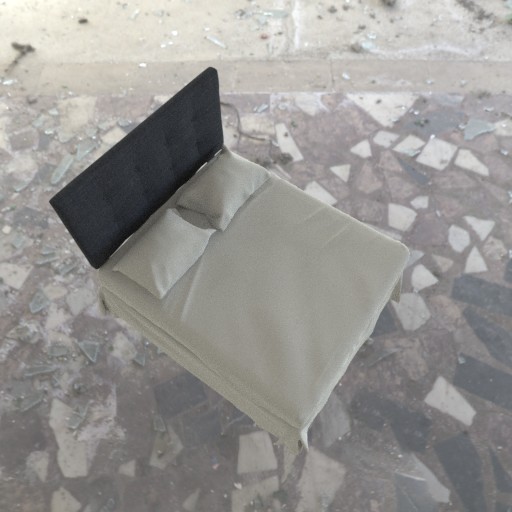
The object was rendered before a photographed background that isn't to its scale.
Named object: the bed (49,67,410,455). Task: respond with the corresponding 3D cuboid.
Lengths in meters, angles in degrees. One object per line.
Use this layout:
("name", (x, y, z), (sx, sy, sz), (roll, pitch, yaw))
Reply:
("bed", (0.000, 0.000, 3.474), (2.222, 1.577, 1.936), (32, 65, 17))
